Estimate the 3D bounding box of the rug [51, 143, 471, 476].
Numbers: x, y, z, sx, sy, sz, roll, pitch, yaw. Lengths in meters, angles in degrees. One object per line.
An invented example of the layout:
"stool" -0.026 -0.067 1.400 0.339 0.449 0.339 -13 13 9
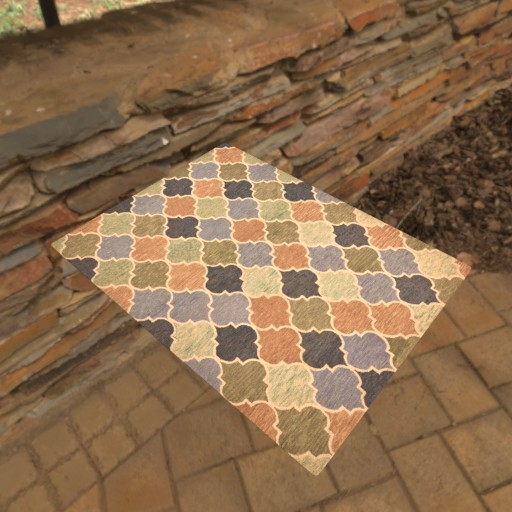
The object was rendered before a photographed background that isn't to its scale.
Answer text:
"rug" 0.000 0.000 4.211 3.200 0.013 2.439 33 54 27
